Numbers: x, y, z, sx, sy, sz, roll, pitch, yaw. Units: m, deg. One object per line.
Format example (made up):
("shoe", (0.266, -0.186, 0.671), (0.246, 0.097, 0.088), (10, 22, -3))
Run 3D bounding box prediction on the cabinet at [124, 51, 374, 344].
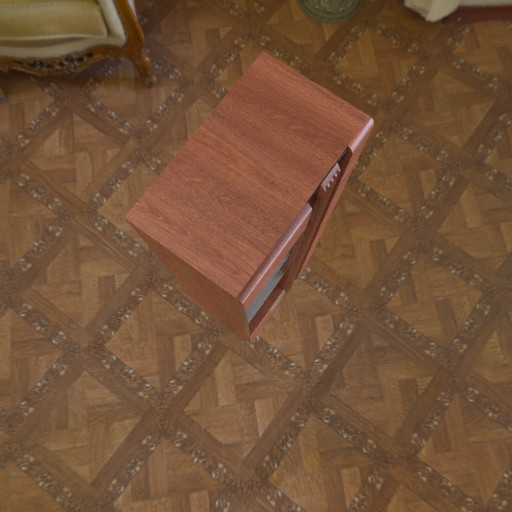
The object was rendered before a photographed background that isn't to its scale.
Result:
("cabinet", (0.000, 0.000, 2.212), (0.420, 1.980, 0.660), (35, 78, 8))
